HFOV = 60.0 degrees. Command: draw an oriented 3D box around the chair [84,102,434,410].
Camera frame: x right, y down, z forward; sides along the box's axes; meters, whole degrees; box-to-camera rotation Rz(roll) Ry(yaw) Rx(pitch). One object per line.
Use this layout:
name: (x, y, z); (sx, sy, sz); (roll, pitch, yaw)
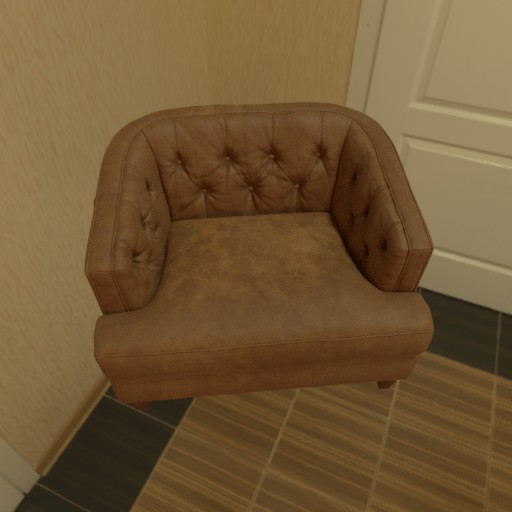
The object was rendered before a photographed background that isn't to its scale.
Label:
chair: (0.000, 0.000, 1.738); (1.119, 0.836, 0.911); (-4, 46, -4)
